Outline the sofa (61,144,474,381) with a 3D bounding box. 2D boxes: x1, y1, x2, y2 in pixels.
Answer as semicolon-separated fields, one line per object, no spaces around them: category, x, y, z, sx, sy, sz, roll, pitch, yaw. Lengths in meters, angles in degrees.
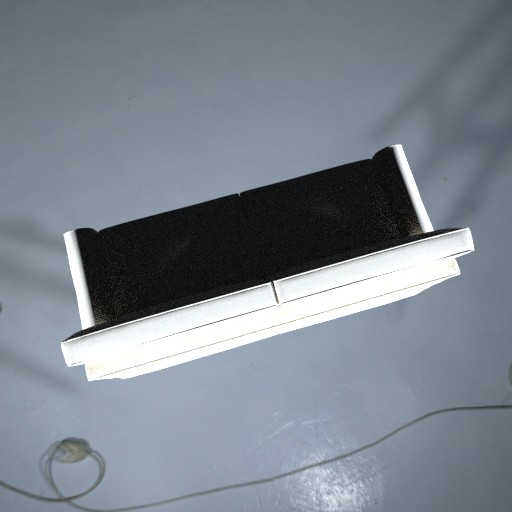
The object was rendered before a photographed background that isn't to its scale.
sofa;0.000;0.000;2.493;2.021;0.937;0.862;-15;76;-4
